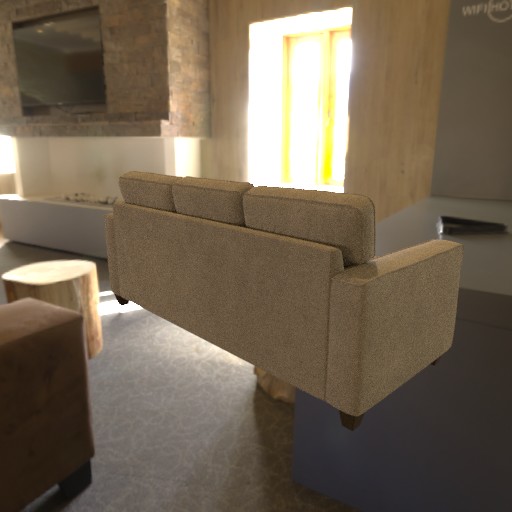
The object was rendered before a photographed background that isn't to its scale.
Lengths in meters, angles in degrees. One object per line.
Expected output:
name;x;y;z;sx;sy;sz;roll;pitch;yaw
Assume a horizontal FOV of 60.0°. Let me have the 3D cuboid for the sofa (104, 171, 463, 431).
sofa;0.000;0.000;2.705;0.939;0.965;2.133;-14;20;-42
